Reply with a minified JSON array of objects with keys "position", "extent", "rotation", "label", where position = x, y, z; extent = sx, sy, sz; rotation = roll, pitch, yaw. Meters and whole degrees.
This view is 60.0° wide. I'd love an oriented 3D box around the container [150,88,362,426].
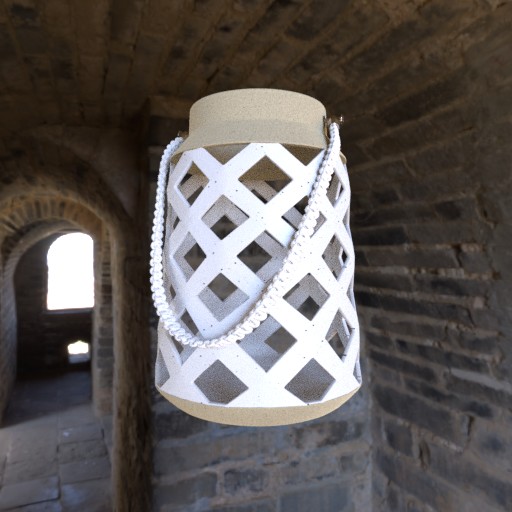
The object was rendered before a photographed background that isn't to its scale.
[{"position":[0.000,0.000,0.406],"extent":[0.188,0.264,0.198],"rotation":[0,0,19],"label":"container"}]
